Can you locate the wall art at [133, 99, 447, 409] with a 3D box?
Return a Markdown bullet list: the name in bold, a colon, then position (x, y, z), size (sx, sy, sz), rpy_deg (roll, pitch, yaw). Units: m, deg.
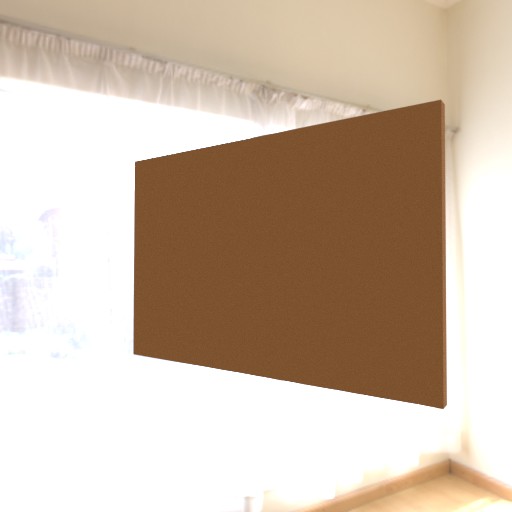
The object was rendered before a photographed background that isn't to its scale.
- **wall art**: position (0.000, 0.000, 1.146), size (0.915, 0.608, 0.033), rpy_deg (-1, -1, 35)
